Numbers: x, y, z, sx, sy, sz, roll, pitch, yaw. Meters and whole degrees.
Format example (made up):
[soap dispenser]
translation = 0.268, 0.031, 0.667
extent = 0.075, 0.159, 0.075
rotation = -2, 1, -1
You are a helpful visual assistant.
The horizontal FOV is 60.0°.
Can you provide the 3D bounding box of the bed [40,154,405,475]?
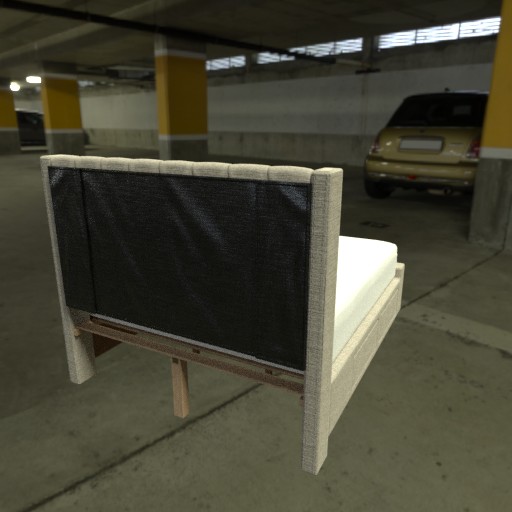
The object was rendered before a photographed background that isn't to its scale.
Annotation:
[bed]
translation = 0.000, 0.000, 3.737
extent = 2.044, 1.748, 2.372
rotation = 9, 19, 27
